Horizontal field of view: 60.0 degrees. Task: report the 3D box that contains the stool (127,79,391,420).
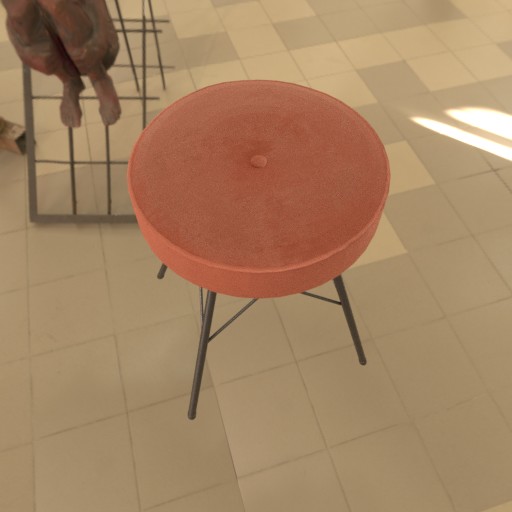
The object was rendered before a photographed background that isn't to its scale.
[{"bbox_3d":[0.000,0.000,0.929,0.457,0.593,0.421,-15,58,-9],"label":"stool"}]
